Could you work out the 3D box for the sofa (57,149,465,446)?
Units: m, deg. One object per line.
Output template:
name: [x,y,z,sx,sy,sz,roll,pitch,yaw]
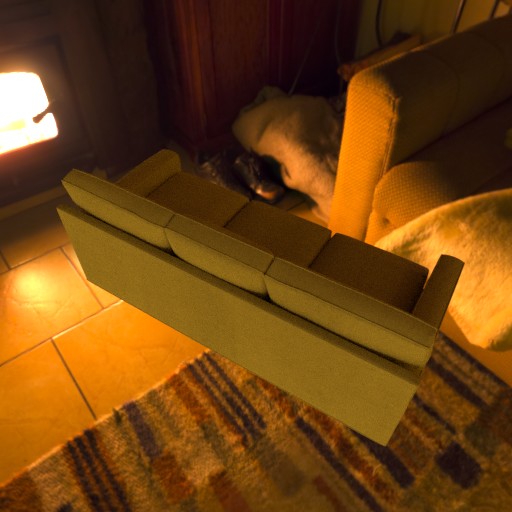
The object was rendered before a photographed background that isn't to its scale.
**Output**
sofa: [0.000,0.000,2.563,2.093,0.862,0.936,24,51,21]
